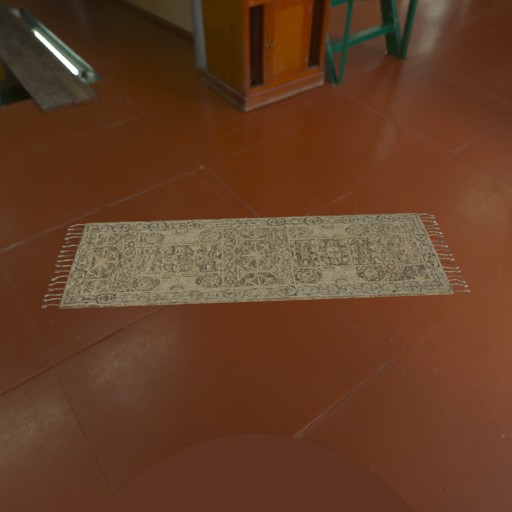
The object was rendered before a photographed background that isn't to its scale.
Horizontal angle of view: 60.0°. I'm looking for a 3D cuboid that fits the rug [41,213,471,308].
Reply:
[{"bbox_3d":[0.000,0.000,2.989,2.664,0.011,0.762,-2,47,-2],"label":"rug"}]
